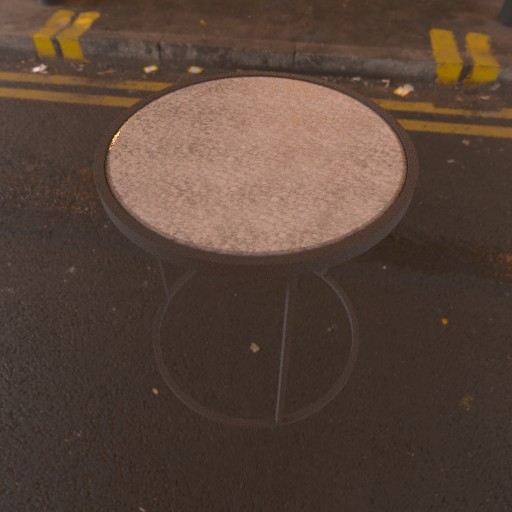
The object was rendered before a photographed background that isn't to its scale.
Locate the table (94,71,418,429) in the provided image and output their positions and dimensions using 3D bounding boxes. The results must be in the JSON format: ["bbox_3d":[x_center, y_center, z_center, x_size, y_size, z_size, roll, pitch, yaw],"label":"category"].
[{"bbox_3d":[0.000,0.000,0.845,0.470,0.498,0.470,0,48,0],"label":"table"}]
